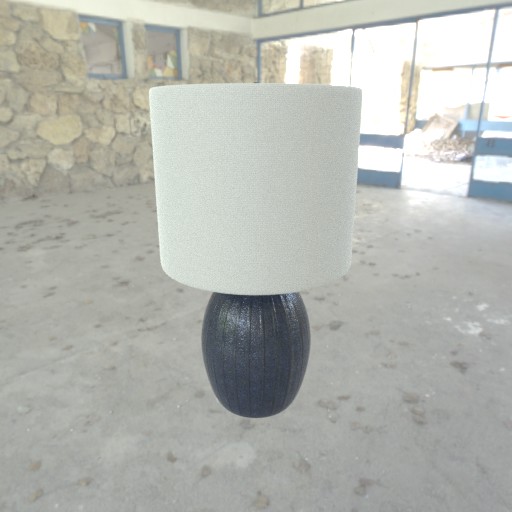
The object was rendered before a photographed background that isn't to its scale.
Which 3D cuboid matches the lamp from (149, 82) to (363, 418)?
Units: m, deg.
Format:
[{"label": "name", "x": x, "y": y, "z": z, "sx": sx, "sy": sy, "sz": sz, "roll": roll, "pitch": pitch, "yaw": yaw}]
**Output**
[{"label": "lamp", "x": 0.000, "y": 0.000, "z": 0.780, "sx": 0.329, "sy": 0.570, "sz": 0.329, "roll": -17, "pitch": 24, "yaw": -41}]
